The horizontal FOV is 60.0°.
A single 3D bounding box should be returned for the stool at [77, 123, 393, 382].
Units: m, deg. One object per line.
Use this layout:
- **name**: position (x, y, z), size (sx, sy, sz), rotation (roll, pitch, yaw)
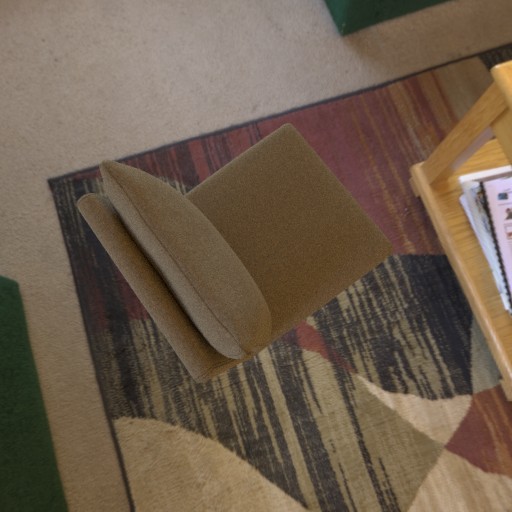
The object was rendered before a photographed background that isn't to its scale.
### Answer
- **stool**: position (0.000, 0.000, 1.287), size (0.569, 1.030, 0.463), rotation (-36, 79, -8)
